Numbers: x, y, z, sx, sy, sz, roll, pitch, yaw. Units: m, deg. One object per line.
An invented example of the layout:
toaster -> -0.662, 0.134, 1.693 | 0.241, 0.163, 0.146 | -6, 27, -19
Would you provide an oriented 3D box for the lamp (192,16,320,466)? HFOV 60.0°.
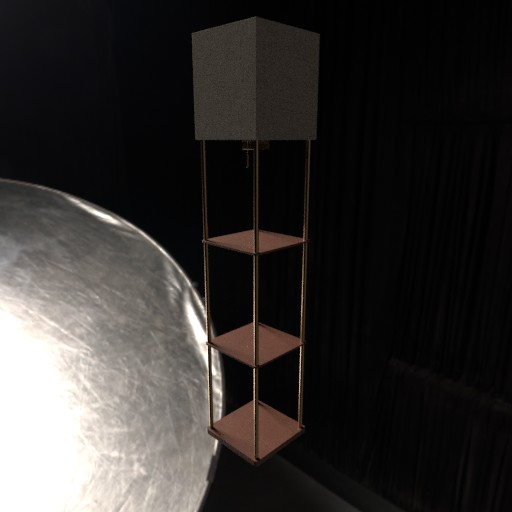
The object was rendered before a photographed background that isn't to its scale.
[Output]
lamp -> 0.000, 0.000, 1.712 | 0.308, 1.569, 0.310 | 14, 20, 43
